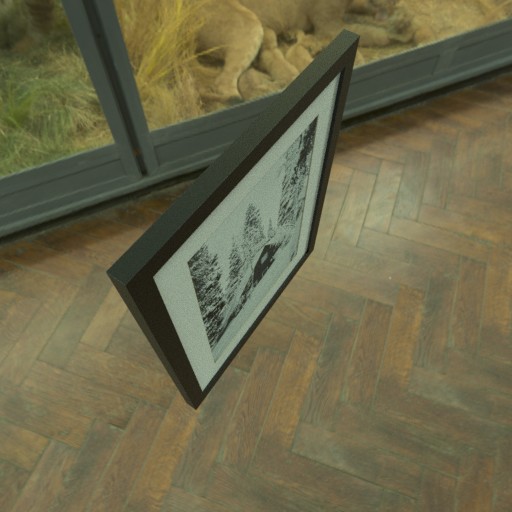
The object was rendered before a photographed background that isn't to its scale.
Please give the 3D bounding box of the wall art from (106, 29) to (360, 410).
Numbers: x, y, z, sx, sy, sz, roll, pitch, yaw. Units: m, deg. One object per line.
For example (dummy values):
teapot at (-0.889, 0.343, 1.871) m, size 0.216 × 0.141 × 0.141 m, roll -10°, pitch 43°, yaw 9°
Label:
wall art at (0.000, 0.000, 0.530) m, size 0.018 × 0.397 × 0.325 m, roll 31°, pitch 64°, yaw 17°
